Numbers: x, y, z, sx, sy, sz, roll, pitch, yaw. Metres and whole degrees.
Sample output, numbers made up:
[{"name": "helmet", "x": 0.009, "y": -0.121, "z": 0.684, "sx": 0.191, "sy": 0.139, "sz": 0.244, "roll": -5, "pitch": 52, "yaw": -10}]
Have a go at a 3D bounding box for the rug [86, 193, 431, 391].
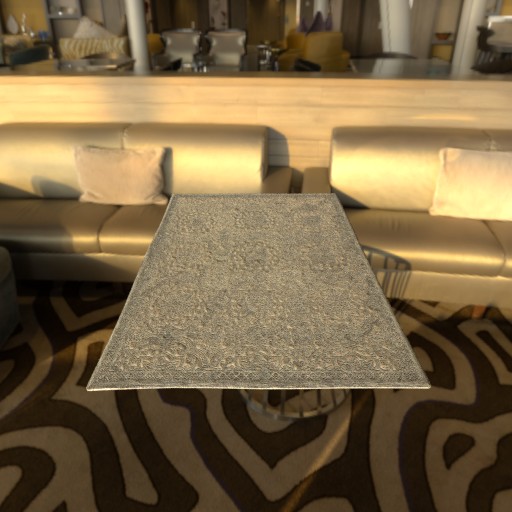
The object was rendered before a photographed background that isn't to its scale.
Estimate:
[{"name": "rug", "x": 0.000, "y": 0.000, "z": 3.059, "sx": 1.535, "sy": 0.022, "sz": 2.498, "roll": 0, "pitch": 28, "yaw": -1}]
